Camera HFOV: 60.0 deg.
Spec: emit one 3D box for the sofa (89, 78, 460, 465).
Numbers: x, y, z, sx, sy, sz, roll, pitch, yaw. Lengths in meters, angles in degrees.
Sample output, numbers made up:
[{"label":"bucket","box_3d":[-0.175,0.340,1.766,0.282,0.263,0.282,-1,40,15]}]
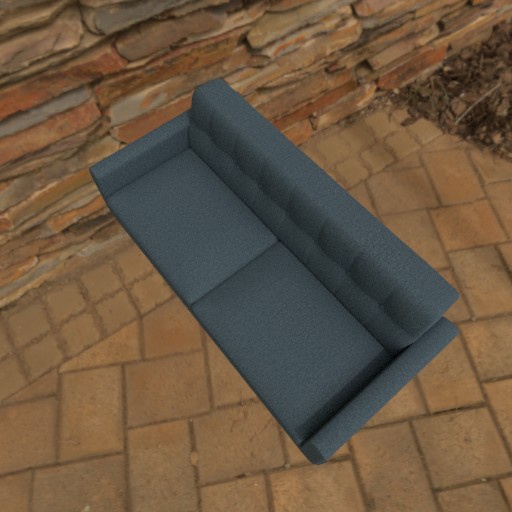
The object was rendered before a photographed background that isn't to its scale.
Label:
[{"label":"sofa","box_3d":[0.000,0.000,2.538,0.942,0.884,2.055,-36,68,-17]}]
